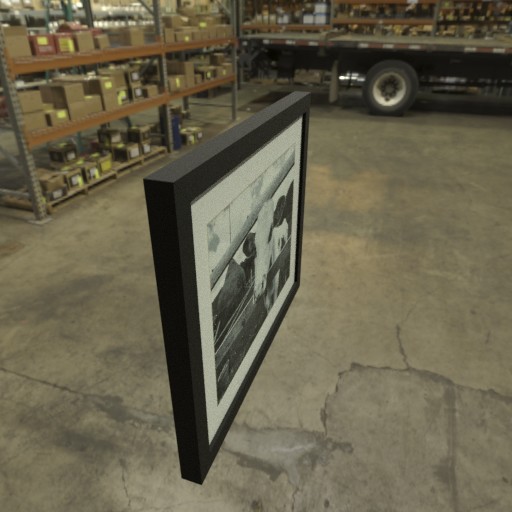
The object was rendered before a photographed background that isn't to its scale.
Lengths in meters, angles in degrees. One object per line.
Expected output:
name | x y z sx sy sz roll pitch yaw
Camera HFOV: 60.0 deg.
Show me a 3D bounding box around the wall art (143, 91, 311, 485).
wall art | 0.000 0.000 0.550 0.024 0.329 0.404 10 30 17
